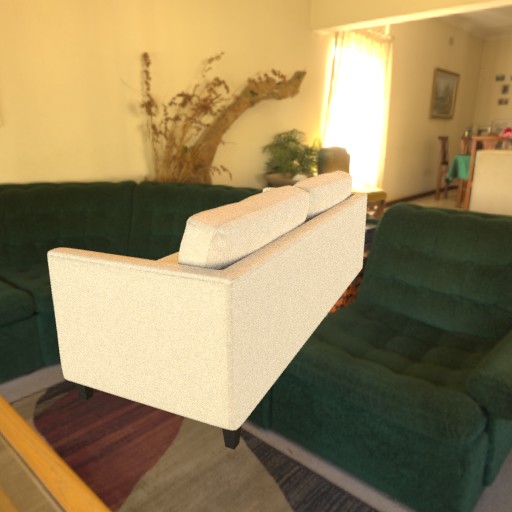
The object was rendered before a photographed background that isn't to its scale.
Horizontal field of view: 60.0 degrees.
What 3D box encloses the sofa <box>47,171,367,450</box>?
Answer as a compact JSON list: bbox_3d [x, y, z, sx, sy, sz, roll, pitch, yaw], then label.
[{"bbox_3d":[0.000,0.000,2.864,0.948,0.965,2.434,7,18,24],"label":"sofa"}]
